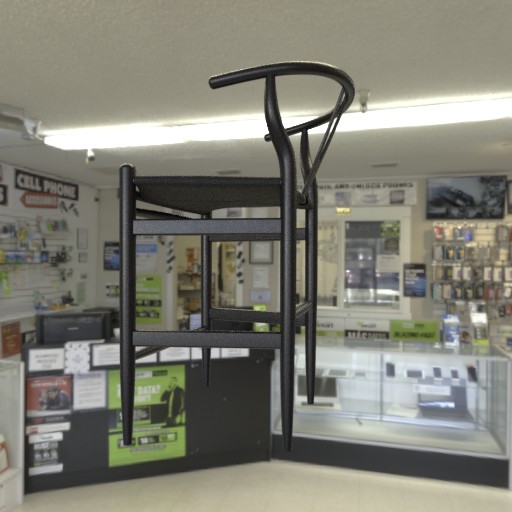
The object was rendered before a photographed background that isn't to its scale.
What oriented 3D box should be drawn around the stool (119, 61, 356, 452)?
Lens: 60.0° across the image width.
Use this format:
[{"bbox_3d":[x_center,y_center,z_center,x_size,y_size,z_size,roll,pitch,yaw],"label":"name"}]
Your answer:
[{"bbox_3d":[0.000,0.000,1.321,0.579,0.970,0.569,0,0,16],"label":"stool"}]
